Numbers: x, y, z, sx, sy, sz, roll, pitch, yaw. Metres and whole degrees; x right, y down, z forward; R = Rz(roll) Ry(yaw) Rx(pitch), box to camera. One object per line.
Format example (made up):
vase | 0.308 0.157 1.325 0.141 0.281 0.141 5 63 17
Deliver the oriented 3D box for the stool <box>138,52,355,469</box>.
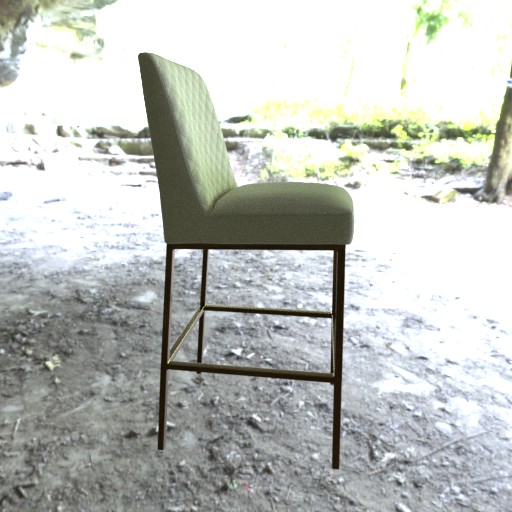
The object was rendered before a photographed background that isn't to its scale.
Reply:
stool | 0.000 0.000 1.316 0.546 1.084 0.462 2 17 8
